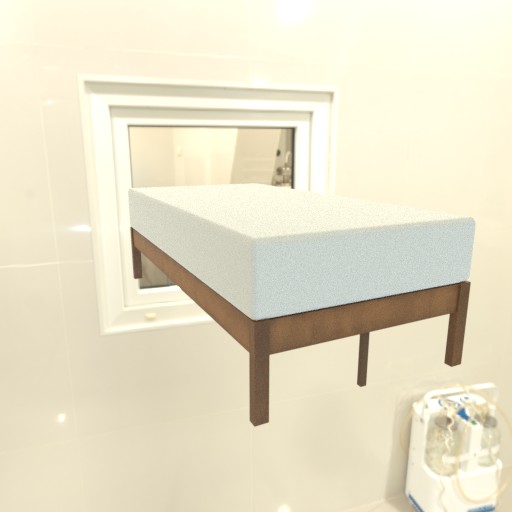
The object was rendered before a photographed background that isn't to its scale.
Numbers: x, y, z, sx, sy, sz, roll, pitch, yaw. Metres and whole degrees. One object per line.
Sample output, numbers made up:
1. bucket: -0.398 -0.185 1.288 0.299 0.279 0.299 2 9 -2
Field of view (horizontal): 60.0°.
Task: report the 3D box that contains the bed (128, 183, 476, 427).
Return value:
1. bed: 0.000 0.000 2.387 0.961 0.616 1.902 -7 15 -26
